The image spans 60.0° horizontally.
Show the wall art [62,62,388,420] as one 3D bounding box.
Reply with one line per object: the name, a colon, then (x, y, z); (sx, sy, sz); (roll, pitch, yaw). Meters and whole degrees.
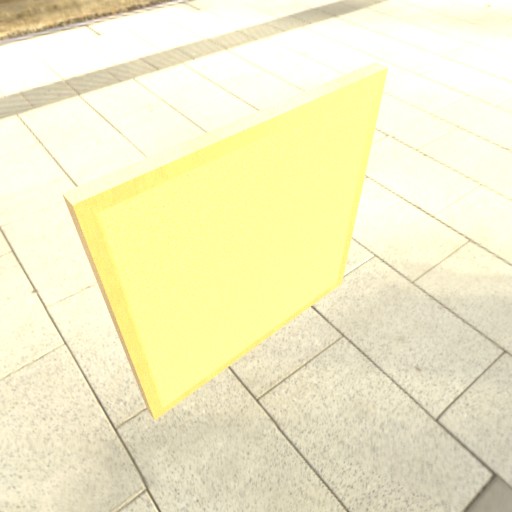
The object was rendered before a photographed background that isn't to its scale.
wall art: (0.000, 0.000, 2.861); (1.935, 1.936, 0.097); (-31, 54, -27)
